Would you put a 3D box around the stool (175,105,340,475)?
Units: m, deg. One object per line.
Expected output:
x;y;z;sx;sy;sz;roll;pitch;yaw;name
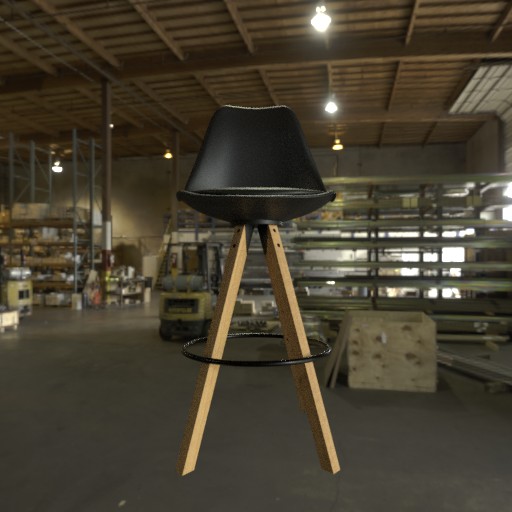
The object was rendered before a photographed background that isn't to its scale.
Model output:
0.000;0.000;1.386;0.485;1.115;0.550;0;0;-1;stool
